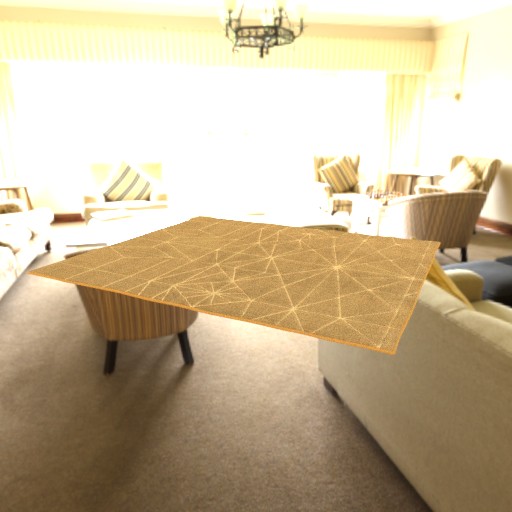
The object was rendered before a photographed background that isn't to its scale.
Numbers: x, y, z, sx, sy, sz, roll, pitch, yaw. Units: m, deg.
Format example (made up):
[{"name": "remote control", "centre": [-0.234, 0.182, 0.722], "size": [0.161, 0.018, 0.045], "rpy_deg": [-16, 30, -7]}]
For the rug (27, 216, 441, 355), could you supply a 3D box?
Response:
[{"name": "rug", "centre": [0.000, 0.000, 0.884], "size": [0.639, 0.006, 0.548], "rpy_deg": [8, 19, 26]}]
